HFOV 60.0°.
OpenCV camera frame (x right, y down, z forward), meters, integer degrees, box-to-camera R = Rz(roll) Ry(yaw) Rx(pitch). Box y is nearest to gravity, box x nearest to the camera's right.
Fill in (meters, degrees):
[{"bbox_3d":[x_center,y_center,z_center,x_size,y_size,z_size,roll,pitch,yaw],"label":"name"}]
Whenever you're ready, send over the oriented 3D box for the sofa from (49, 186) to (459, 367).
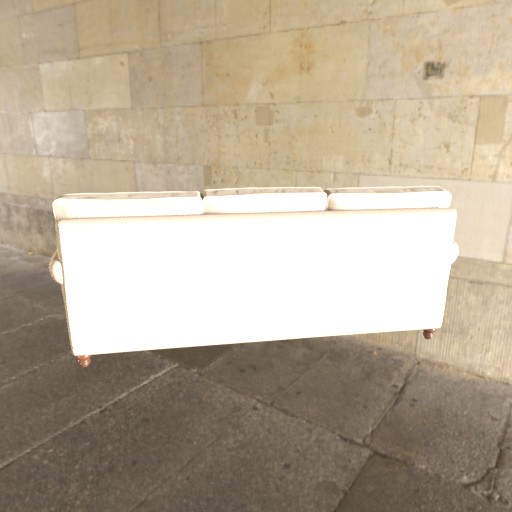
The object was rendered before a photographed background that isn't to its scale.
[{"bbox_3d":[0.000,0.000,2.871,2.354,0.948,0.966,-3,16,-9],"label":"sofa"}]
